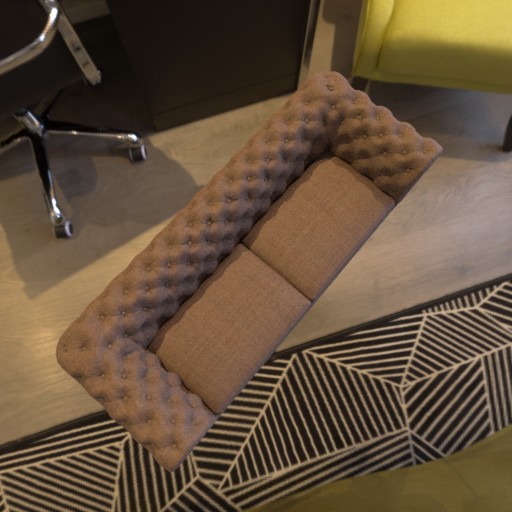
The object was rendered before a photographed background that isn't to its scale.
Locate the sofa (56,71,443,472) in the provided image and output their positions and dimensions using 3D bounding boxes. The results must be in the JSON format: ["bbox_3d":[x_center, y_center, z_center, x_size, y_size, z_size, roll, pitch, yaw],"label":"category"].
[{"bbox_3d":[0.000,0.000,2.777,0.944,0.787,2.385,40,79,10],"label":"sofa"}]
